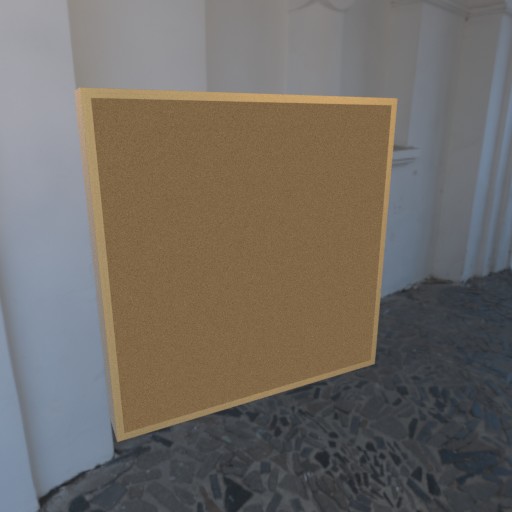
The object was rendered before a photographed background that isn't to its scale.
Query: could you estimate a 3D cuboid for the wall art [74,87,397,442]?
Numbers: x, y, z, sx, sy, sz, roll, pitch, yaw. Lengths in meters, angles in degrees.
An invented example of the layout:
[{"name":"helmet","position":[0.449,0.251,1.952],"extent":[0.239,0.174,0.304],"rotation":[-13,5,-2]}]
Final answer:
[{"name":"wall art","position":[0.000,0.000,0.445],"extent":[0.304,0.304,0.038],"rotation":[-8,18,-26]}]
